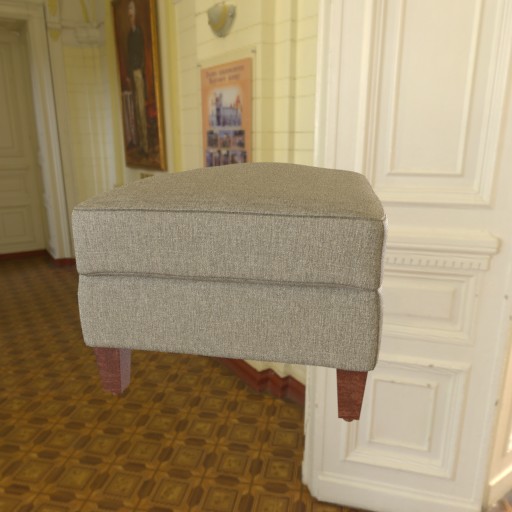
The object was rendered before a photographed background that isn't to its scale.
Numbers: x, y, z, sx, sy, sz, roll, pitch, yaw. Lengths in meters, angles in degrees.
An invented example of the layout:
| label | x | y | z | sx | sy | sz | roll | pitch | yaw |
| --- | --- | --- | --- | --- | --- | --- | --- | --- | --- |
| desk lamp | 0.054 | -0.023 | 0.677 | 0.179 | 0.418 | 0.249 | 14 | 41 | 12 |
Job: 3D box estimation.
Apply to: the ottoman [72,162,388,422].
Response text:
| label | x | y | z | sx | sy | sz | roll | pitch | yaw |
| --- | --- | --- | --- | --- | --- | --- | --- | --- | --- |
| ottoman | 0.000 | 0.000 | 1.253 | 0.639 | 0.494 | 0.873 | 3 | 16 | 10 |
